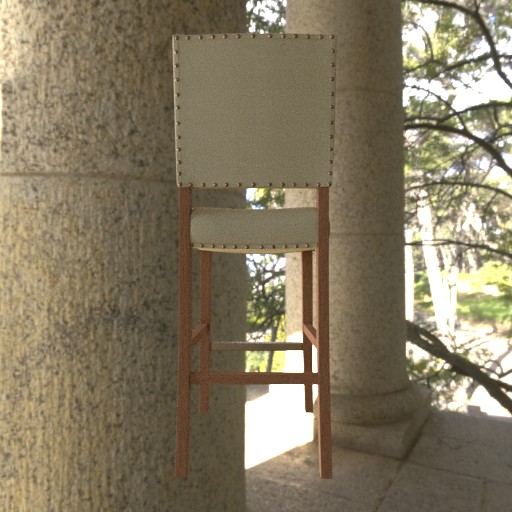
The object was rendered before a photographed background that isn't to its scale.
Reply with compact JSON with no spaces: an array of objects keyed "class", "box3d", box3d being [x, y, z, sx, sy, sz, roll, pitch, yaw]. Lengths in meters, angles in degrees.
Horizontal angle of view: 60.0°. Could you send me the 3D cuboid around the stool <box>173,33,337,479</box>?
[{"class":"stool","box3d":[0.000,0.000,1.426,0.445,1.168,0.584,0,-1,1]}]
